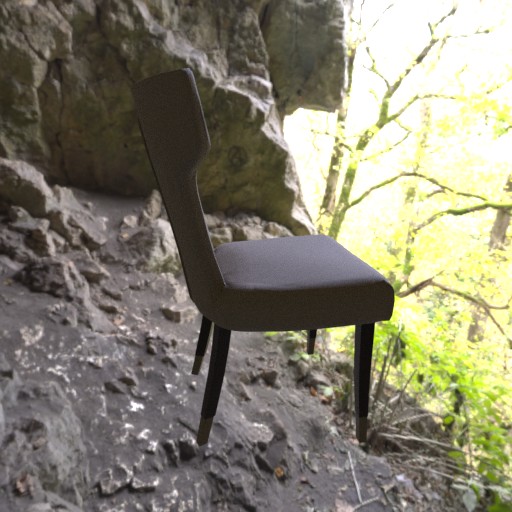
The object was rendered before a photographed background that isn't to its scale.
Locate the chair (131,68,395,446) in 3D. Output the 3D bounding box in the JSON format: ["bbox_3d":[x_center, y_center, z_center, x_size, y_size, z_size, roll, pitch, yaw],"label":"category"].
[{"bbox_3d":[0.000,0.000,1.287,0.630,0.955,0.526,-3,17,-10],"label":"chair"}]
